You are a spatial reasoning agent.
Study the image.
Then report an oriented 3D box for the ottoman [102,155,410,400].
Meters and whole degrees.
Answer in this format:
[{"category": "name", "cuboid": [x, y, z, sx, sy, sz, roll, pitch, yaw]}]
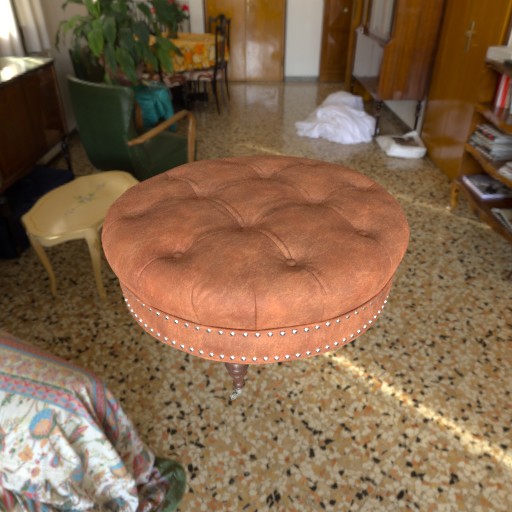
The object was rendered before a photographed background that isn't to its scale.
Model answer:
[{"category": "ottoman", "cuboid": [0.000, 0.000, 1.423, 0.901, 0.444, 0.901, 0, 32, 0]}]
